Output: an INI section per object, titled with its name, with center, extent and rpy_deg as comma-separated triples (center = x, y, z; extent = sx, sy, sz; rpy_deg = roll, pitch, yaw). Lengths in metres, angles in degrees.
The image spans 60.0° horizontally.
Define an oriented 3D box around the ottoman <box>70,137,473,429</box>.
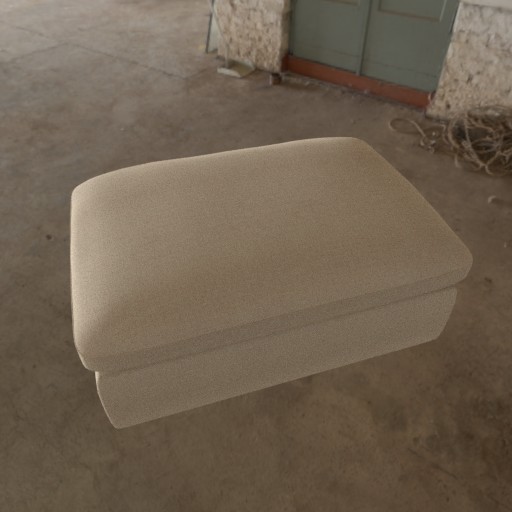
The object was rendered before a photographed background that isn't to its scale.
[ottoman]
center = 0.000, 0.000, 1.323
extent = 0.984, 0.453, 0.686
rpy_deg = -12, 45, -12
